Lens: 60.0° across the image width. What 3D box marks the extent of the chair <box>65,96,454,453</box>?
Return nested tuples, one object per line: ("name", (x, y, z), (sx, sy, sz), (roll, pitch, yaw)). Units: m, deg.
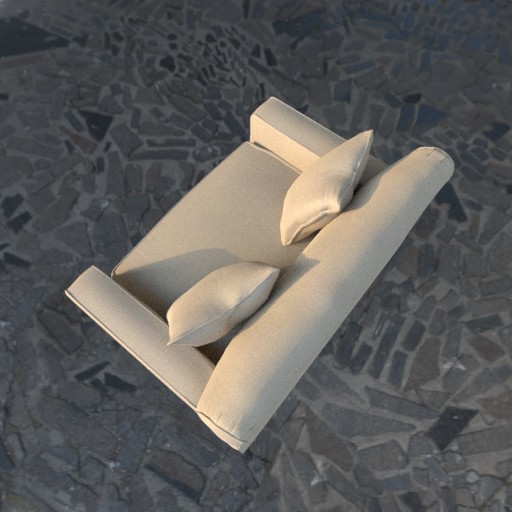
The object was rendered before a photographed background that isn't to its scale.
("chair", (0.000, 0.000, 2.053), (1.000, 0.948, 1.383), (36, 70, 16))
